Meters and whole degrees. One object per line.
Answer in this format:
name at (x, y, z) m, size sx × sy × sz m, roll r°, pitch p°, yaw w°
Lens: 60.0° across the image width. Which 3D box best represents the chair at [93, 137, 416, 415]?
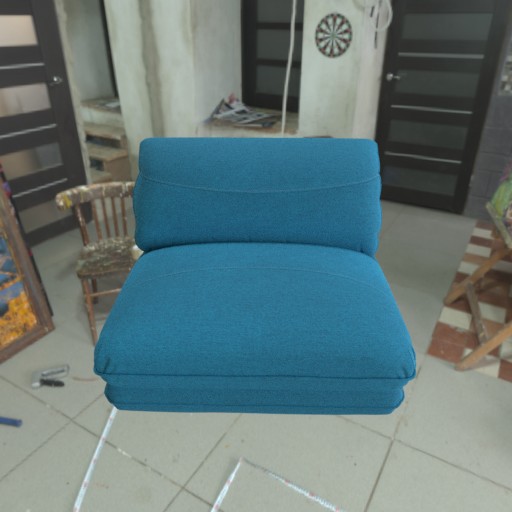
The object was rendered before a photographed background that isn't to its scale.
chair at (0.000, 0.000, 1.347) m, size 0.820 × 0.580 × 0.780 m, roll 1°, pitch 28°, yaw 1°
